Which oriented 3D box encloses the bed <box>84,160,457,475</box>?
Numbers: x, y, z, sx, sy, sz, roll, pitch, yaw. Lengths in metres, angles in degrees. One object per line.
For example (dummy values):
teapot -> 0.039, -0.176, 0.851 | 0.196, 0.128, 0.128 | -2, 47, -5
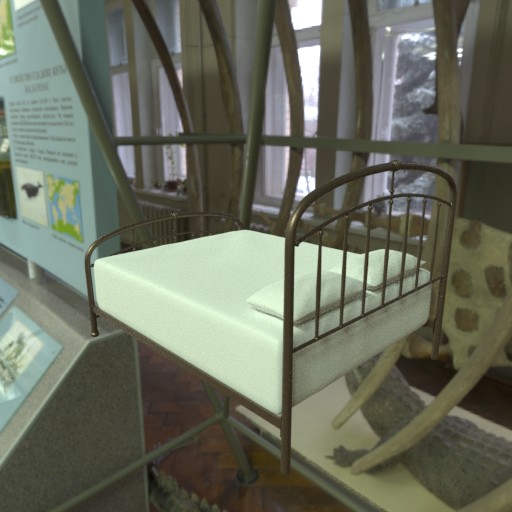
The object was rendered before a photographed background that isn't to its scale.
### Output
bed -> 0.000, 0.000, 3.273 | 1.711, 1.475, 2.168 | -15, 21, -42
